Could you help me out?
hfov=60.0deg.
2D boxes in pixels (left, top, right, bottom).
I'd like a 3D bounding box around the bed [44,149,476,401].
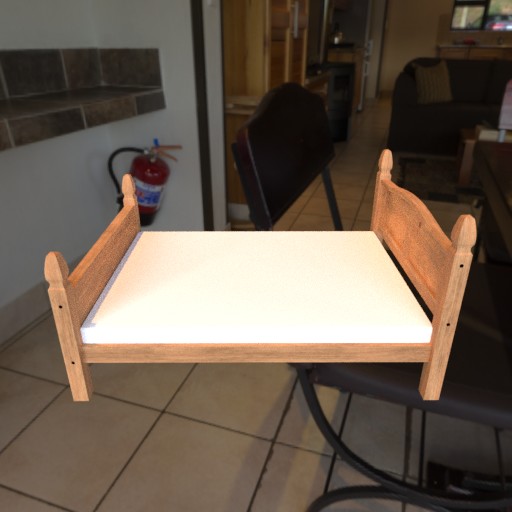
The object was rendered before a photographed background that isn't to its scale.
[{"bbox_3d":[0.000,0.000,2.938,2.069,1.100,1.490,0,26,0],"label":"bed"}]
